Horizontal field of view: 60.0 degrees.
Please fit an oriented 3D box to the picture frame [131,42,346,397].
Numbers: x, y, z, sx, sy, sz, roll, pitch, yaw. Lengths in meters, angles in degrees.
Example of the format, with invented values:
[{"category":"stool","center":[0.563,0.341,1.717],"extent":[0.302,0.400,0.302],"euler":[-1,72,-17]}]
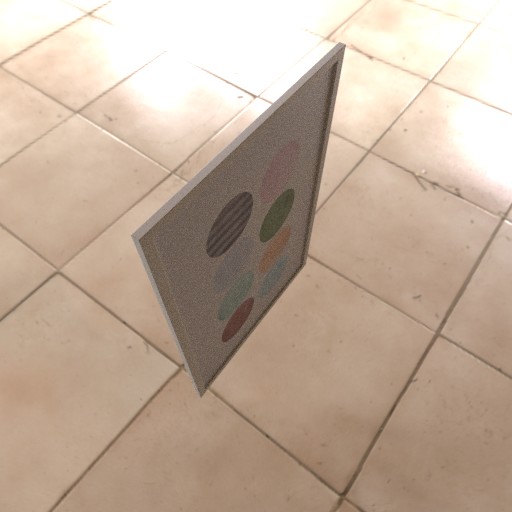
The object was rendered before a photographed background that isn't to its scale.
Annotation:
[{"category":"picture frame","center":[0.000,0.000,0.869],"extent":[0.013,0.657,0.457],"euler":[32,63,18]}]
